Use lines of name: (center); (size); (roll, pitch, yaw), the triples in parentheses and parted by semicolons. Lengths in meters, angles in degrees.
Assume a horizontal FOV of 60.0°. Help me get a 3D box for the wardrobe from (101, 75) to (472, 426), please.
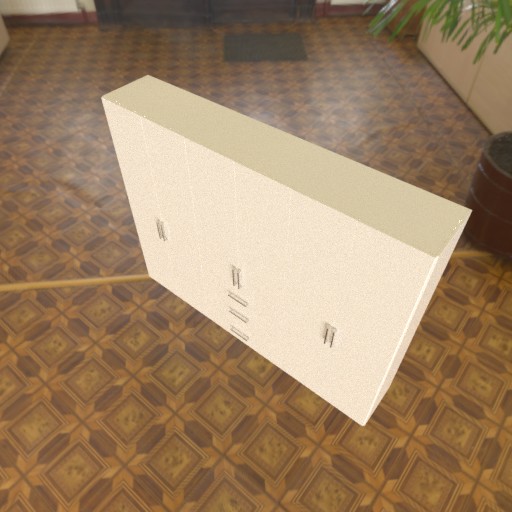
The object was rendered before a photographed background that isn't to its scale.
wardrobe: (0.000, 0.000, 4.116); (3.000, 2.360, 0.580); (30, 54, 25)
